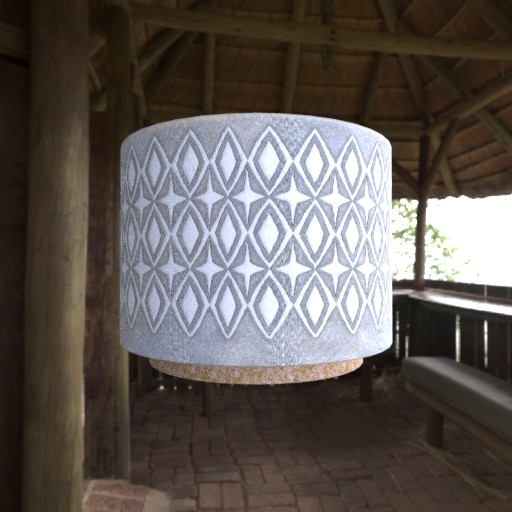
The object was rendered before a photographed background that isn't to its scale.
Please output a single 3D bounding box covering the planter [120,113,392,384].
[{"bbox_3d":[0.000,0.000,0.280,0.164,0.127,0.164,0,-1,0],"label":"planter"}]
